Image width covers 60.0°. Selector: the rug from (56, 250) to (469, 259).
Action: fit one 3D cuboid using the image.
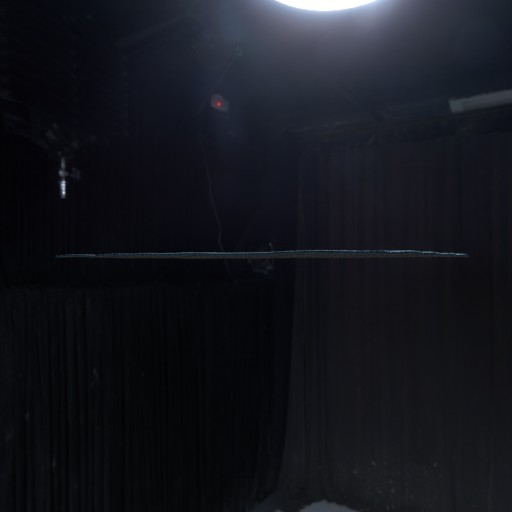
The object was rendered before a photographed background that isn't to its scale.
[{"bbox_3d":[0.000,0.000,2.334,1.847,0.014,1.195,-1,-1,37],"label":"rug"}]
